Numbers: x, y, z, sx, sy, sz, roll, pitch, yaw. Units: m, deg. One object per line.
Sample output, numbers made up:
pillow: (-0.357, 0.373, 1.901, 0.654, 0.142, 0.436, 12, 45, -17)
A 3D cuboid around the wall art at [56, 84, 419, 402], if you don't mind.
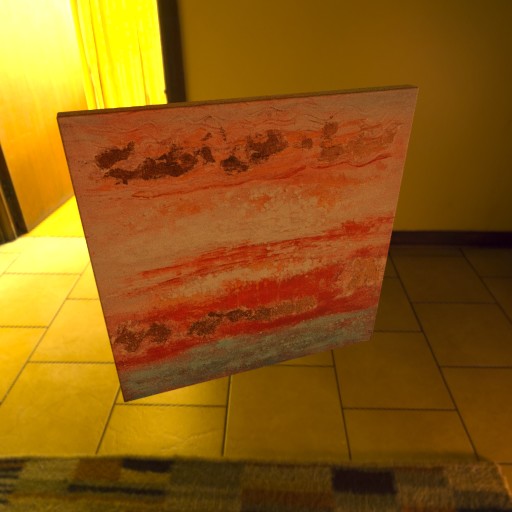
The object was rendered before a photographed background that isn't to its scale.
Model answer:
wall art: (0.000, 0.000, 1.085, 0.747, 0.747, 0.035, -10, 34, -16)
